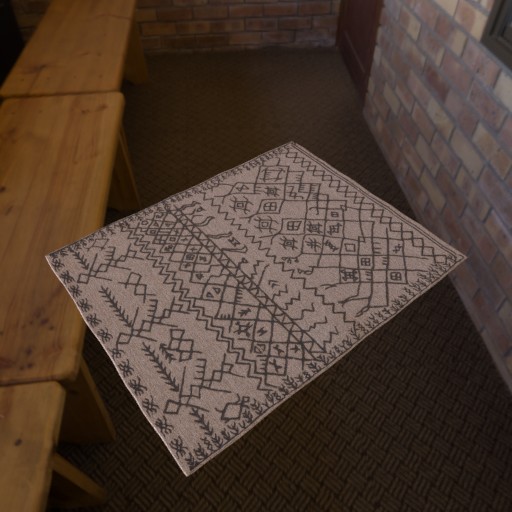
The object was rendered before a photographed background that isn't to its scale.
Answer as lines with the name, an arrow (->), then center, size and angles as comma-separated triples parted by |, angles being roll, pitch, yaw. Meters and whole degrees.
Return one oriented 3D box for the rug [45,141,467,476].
rug -> 0.000, 0.000, 3.268 | 2.455, 0.025, 1.964 | -30, 54, -25
